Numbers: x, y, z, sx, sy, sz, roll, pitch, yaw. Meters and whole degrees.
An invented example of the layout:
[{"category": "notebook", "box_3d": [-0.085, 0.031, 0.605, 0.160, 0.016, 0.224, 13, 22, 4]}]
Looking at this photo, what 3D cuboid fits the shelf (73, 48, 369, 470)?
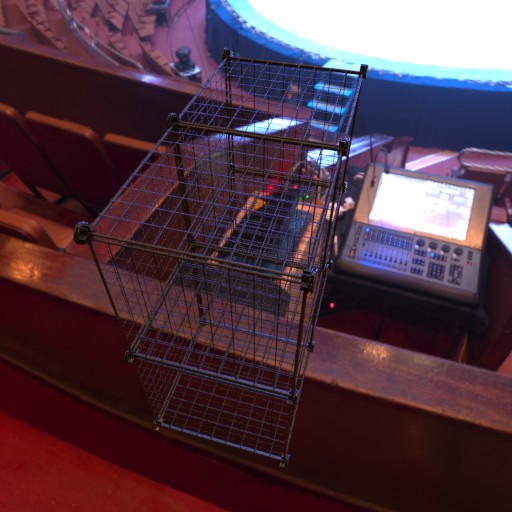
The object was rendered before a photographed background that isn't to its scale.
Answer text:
[{"category": "shelf", "box_3d": [0.000, 0.000, 1.100, 0.356, 0.711, 0.711, 11, 47, 11]}]
